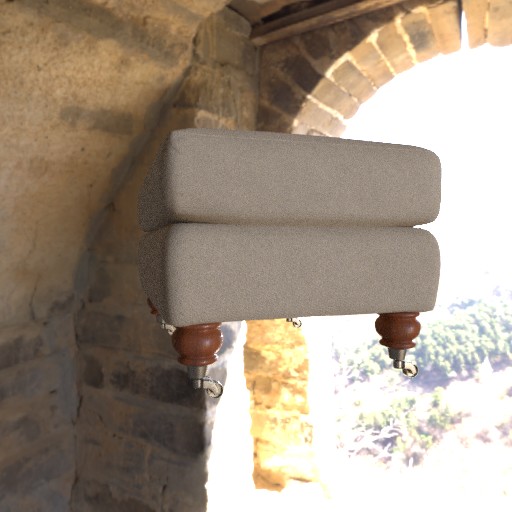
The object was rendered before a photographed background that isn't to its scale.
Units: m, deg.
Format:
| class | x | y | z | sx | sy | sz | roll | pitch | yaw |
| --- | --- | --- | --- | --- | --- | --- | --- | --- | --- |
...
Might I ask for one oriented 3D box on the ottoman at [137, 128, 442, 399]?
| class | x | y | z | sx | sy | sz | roll | pitch | yaw |
| --- | --- | --- | --- | --- | --- | --- | --- | --- | --- |
| ottoman | 0.000 | 0.000 | 1.152 | 0.569 | 0.504 | 0.773 | 0 | 1 | -18 |
